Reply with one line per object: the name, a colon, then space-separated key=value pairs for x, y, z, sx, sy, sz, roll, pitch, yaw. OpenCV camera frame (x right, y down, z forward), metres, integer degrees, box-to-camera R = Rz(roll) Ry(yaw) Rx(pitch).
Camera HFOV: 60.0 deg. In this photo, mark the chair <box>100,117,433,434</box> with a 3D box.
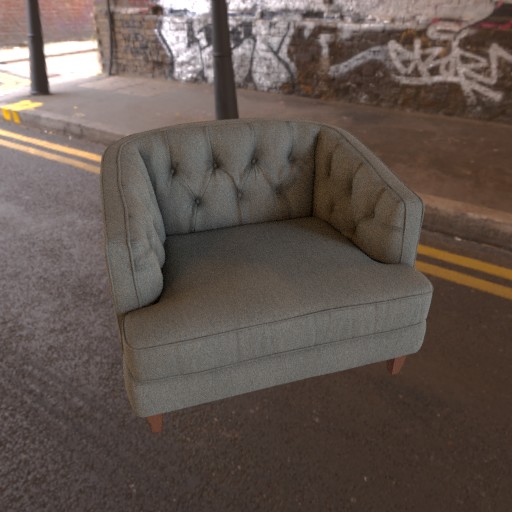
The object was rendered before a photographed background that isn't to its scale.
chair: x=0.000 y=0.000 z=1.748 sx=1.094 sy=0.852 sz=0.945 roll=-9 pitch=32 yaw=-15
